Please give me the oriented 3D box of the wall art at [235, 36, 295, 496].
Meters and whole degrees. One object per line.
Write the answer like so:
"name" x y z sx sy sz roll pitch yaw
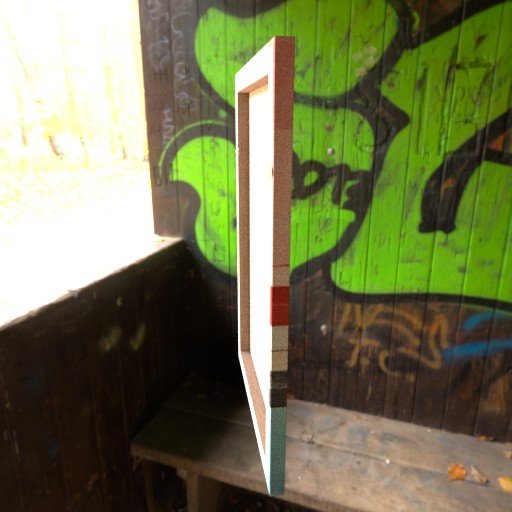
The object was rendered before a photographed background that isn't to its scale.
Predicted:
"wall art" 0.000 0.000 1.127 0.038 0.914 0.610 -2 17 -8
